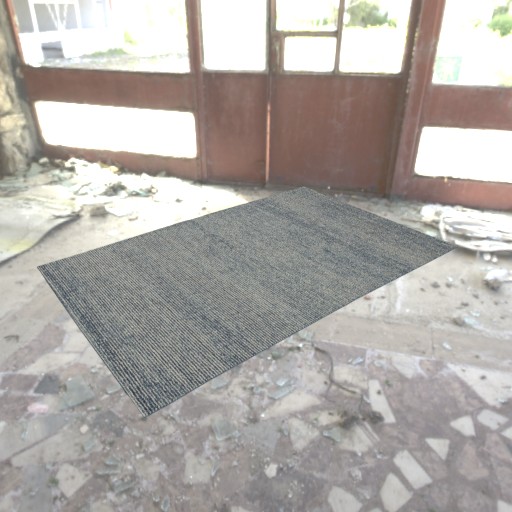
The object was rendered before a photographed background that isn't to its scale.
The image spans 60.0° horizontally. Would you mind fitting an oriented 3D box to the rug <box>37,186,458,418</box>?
[{"bbox_3d":[0.000,0.000,2.206,1.777,0.021,1.145,-21,35,-33],"label":"rug"}]
